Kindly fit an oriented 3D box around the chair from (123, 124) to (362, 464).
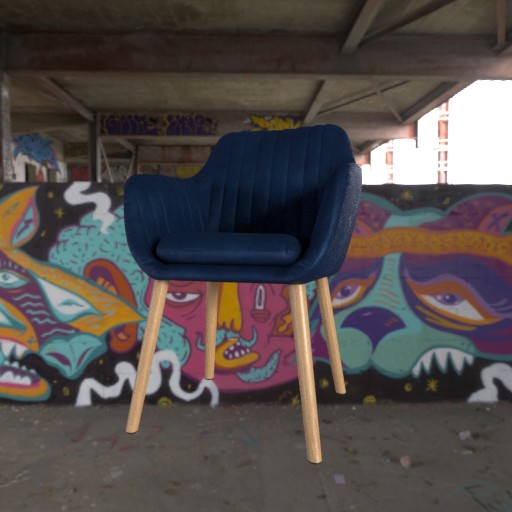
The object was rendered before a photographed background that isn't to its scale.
[{"bbox_3d":[0.000,0.000,1.229,0.578,0.826,0.573,1,2,19],"label":"chair"}]
